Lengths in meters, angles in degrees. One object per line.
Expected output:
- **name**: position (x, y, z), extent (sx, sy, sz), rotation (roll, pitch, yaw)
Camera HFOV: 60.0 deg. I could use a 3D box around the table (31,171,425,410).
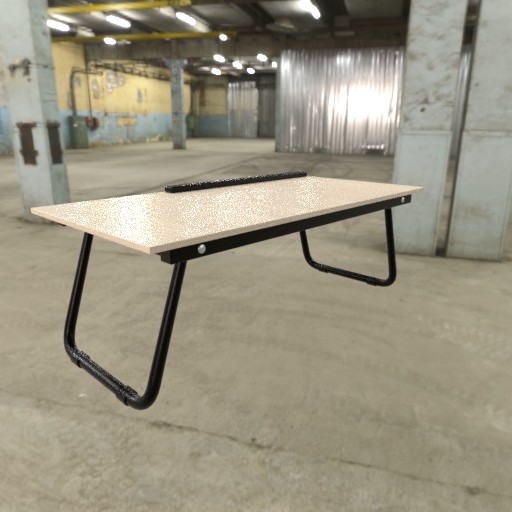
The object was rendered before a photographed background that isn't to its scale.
- **table**: position (0.000, 0.000, 0.808), extent (0.322, 0.242, 0.644), rotation (15, 22, 42)
